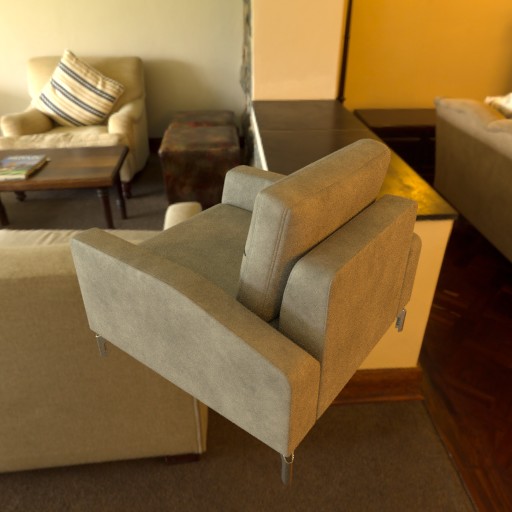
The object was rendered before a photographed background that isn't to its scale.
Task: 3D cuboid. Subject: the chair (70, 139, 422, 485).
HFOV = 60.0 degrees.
[{"bbox_3d":[0.000,0.000,1.581,0.900,0.800,0.900,21,37,31],"label":"chair"}]
